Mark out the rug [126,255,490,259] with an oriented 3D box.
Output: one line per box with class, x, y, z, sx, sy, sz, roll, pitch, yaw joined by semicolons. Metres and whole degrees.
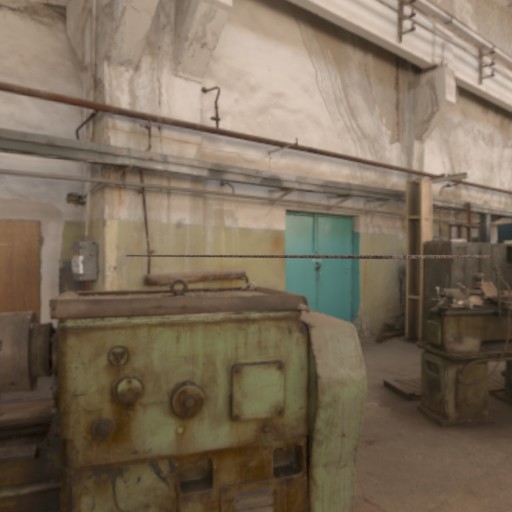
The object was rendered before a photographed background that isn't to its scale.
rug;0.000;0.000;2.519;0.691;0.011;2.296;0;0;-36
